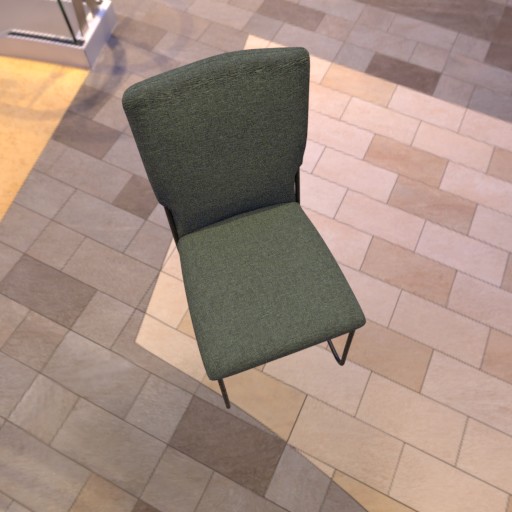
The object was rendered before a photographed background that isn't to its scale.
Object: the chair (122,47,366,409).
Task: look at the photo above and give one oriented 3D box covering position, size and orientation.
[{"bbox_3d":[0.000,0.000,1.301,0.480,0.931,0.635,-18,65,-9],"label":"chair"}]
